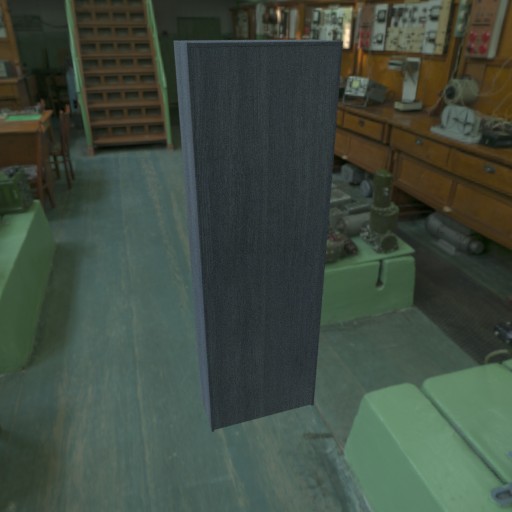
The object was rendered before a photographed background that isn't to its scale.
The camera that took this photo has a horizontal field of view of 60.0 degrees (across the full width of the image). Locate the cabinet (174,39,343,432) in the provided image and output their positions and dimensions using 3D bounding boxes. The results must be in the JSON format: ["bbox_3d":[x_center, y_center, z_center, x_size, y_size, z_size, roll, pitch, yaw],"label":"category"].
[{"bbox_3d":[0.000,0.000,1.866,0.520,1.630,0.255,-9,29,-17],"label":"cabinet"}]
